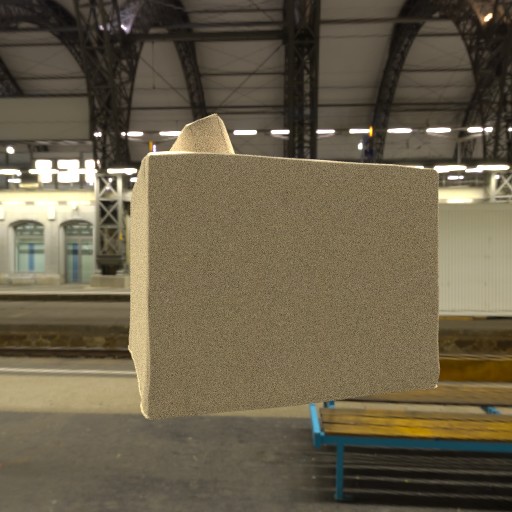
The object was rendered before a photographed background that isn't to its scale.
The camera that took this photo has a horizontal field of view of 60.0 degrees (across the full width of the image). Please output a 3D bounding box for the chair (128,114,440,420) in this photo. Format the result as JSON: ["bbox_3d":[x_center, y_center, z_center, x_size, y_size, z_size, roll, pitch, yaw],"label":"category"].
[{"bbox_3d":[0.000,0.000,1.766,0.947,0.851,1.057,0,0,-18],"label":"chair"}]
